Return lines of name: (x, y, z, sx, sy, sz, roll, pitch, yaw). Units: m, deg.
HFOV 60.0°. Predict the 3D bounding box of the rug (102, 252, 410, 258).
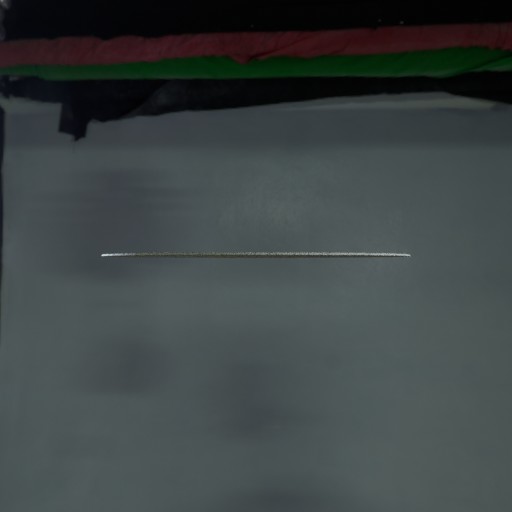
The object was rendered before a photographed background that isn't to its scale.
rug: (0.000, 0.000, 2.430, 1.598, 0.010, 1.598, 0, -1, 0)
